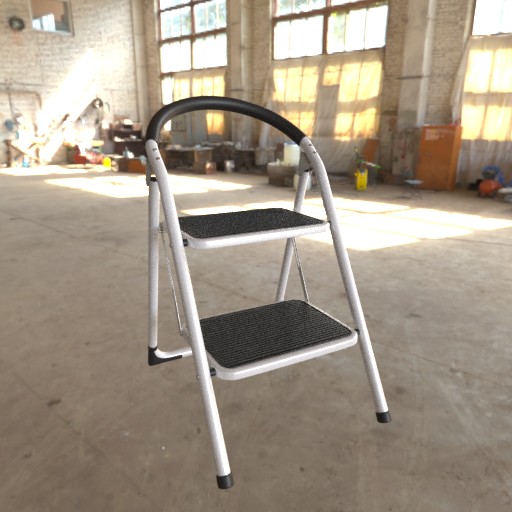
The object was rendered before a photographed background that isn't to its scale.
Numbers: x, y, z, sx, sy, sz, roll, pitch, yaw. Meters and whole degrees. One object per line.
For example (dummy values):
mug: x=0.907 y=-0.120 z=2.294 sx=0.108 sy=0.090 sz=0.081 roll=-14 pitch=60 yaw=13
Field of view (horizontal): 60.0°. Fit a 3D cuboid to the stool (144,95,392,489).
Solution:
stool: x=0.000 y=0.000 z=1.082 sx=0.453 sy=0.760 sz=0.559 roll=-9 pitch=19 yaw=-27
